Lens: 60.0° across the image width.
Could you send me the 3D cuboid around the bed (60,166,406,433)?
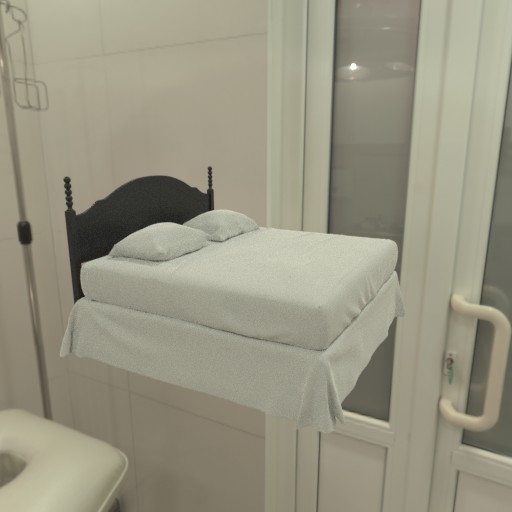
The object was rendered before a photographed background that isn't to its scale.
[{"bbox_3d":[0.000,0.000,3.709,2.219,1.355,2.322,7,16,27],"label":"bed"}]
